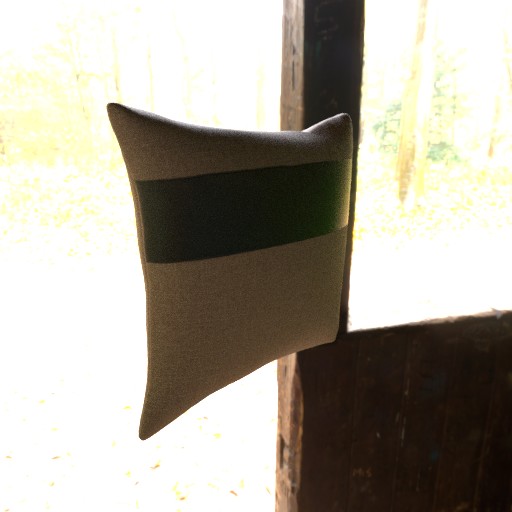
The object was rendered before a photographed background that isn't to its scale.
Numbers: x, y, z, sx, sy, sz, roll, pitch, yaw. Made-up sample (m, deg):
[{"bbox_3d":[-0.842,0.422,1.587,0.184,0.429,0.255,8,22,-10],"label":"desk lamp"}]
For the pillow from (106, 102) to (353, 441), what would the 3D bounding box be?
[{"bbox_3d":[0.000,0.000,0.632,0.414,0.399,0.173,-15,21,-42],"label":"pillow"}]
